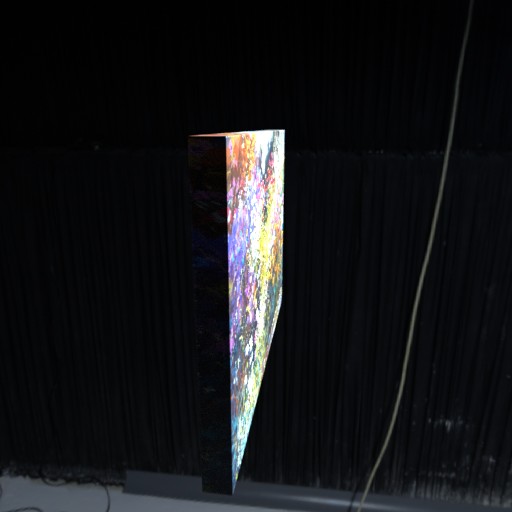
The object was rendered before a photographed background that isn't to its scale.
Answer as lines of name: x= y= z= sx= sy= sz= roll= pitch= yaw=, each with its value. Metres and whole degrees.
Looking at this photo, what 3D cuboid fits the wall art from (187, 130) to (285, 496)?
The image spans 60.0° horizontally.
wall art: x=0.000 y=0.000 z=0.753 sx=0.037 sy=0.406 sz=0.610 roll=2 pitch=17 yaw=8
